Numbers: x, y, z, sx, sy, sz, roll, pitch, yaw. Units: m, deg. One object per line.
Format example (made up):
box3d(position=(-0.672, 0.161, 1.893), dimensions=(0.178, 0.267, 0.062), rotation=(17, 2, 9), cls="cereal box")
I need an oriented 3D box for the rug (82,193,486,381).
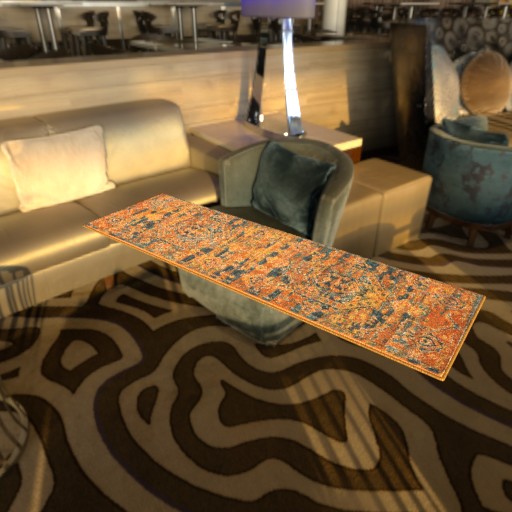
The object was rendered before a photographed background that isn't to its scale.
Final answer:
box3d(position=(0.000, 0.000, 2.002), dimensions=(1.820, 0.013, 0.556), rotation=(20, 35, 31), cls="rug")
